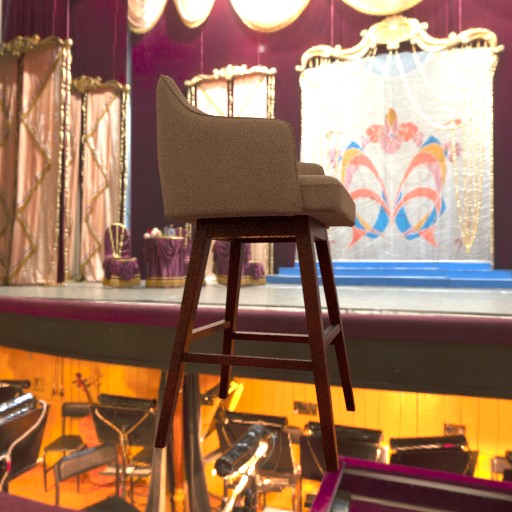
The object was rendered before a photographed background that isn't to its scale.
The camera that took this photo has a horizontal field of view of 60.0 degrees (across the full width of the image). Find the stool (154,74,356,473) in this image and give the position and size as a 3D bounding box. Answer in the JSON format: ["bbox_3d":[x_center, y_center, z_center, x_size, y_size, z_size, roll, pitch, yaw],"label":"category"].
[{"bbox_3d":[0.000,0.000,1.336,0.558,1.012,0.548,0,-1,17],"label":"stool"}]
